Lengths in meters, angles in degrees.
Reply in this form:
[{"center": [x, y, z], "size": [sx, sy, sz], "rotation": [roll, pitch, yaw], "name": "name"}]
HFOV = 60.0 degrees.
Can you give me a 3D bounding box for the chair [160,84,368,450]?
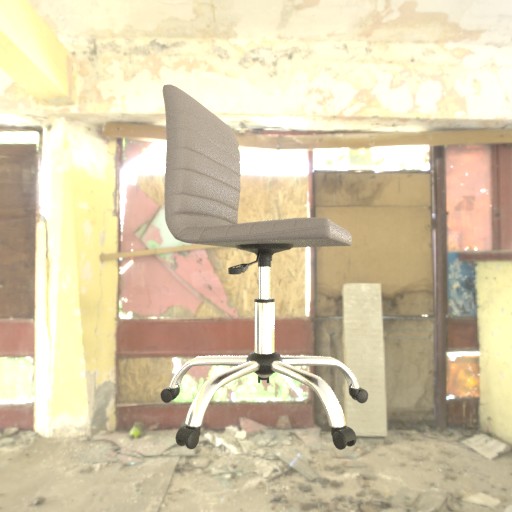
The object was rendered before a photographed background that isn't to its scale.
[{"center": [0.000, 0.000, 1.125], "size": [0.530, 0.780, 0.556], "rotation": [0, -1, 19], "name": "chair"}]
